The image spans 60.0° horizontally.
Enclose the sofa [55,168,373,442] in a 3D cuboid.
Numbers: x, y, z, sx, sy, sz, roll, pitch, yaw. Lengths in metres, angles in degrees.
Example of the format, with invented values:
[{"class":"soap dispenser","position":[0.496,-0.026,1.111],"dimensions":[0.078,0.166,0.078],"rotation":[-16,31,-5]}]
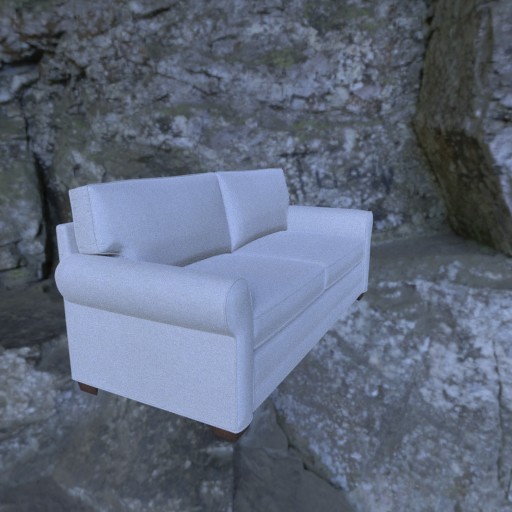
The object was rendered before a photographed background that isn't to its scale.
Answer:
[{"class":"sofa","position":[0.000,0.000,2.605],"dimensions":[0.901,0.962,2.146],"rotation":[7,15,26]}]
